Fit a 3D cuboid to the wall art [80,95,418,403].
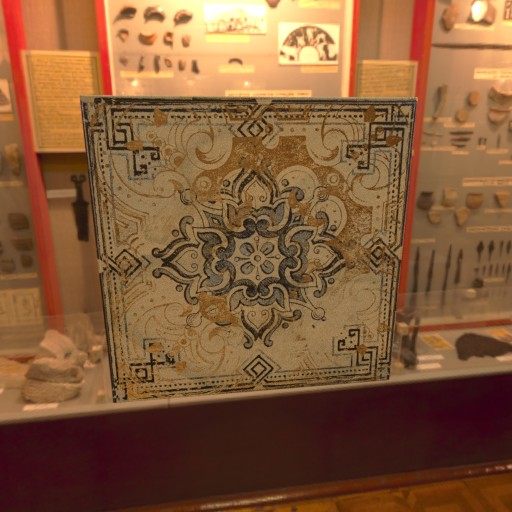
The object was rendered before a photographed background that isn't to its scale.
[{"bbox_3d":[0.000,0.000,0.895,0.609,0.607,0.036,-2,17,-8],"label":"wall art"}]
